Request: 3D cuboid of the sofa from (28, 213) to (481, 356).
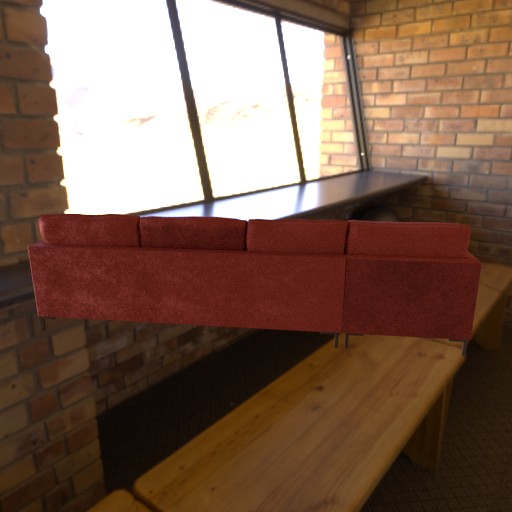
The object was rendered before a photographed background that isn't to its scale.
[{"bbox_3d":[0.000,0.000,4.008,3.400,0.967,1.500,2,17,7],"label":"sofa"}]
